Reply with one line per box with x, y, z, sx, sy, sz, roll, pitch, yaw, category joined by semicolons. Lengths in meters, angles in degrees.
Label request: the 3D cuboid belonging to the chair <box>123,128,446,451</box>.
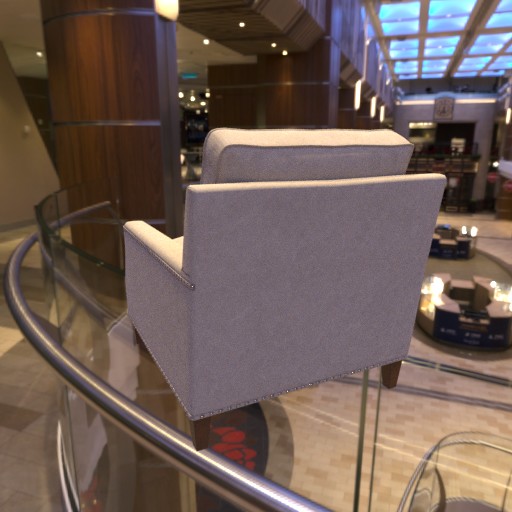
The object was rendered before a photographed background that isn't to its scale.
0.000;0.000;1.728;0.853;0.943;1.014;-7;17;-26;chair
